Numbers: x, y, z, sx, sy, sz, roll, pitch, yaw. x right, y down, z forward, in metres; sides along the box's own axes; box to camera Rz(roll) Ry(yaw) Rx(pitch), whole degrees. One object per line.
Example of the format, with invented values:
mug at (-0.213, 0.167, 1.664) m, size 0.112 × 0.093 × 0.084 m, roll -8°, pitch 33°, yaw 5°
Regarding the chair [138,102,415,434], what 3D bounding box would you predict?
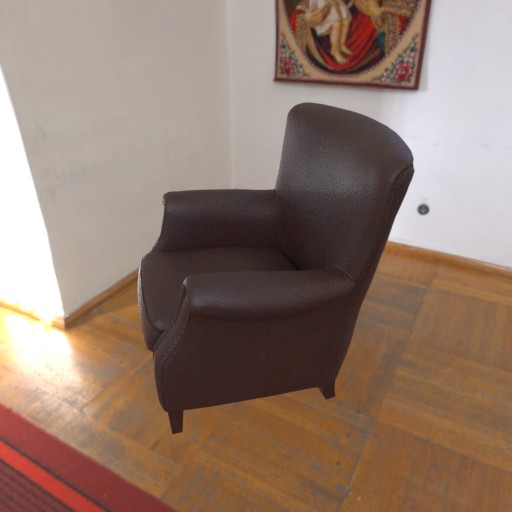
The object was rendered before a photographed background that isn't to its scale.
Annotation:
chair at (0.000, 0.000, 1.382) m, size 0.746 × 0.800 × 0.700 m, roll -8°, pitch 31°, yaw -13°
